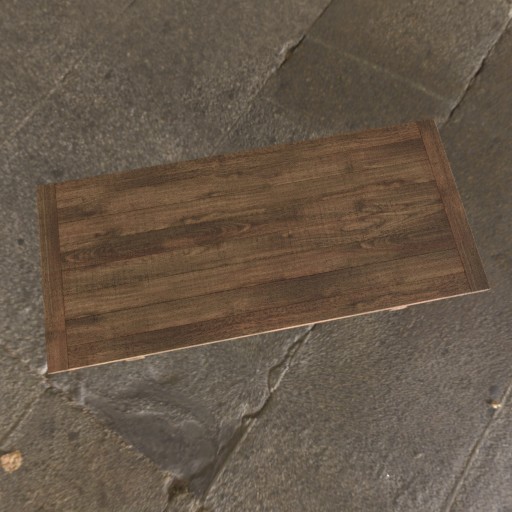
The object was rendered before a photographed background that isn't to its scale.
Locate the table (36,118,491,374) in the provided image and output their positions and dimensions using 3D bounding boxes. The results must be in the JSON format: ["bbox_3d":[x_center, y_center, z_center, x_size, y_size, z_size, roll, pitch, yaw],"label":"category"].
[{"bbox_3d":[0.000,0.000,2.463,2.031,0.733,0.907,-10,75,-3],"label":"table"}]
